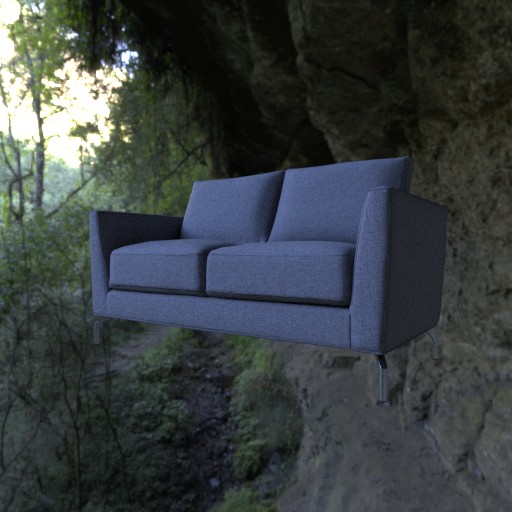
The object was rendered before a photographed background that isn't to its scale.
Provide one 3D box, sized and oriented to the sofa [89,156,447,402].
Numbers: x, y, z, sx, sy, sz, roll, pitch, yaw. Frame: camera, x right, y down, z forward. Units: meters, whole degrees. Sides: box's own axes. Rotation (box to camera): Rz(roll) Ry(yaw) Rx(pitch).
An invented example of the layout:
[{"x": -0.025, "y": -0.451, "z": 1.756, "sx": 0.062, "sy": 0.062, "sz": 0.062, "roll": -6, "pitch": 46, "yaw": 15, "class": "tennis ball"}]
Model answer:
[{"x": 0.000, "y": 0.000, "z": 2.165, "sx": 1.594, "sy": 0.924, "sz": 0.803, "roll": 0, "pitch": 1, "yaw": 35, "class": "sofa"}]
